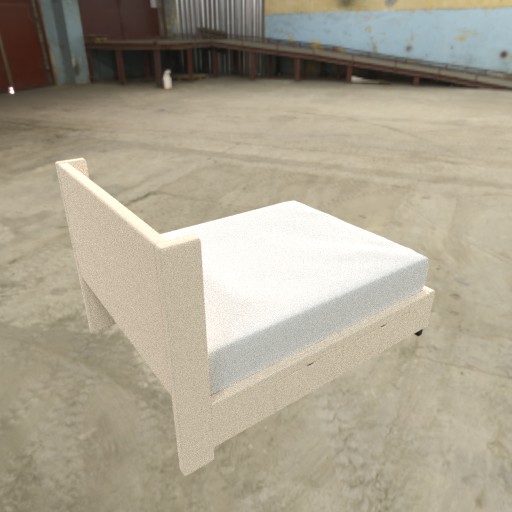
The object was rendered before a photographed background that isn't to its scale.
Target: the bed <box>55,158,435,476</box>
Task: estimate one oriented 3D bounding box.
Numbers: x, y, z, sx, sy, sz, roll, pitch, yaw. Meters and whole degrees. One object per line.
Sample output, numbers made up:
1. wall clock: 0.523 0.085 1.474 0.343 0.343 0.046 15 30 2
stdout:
1. bed: 0.000 0.000 3.454 2.280 1.471 1.765 -18 32 -31
